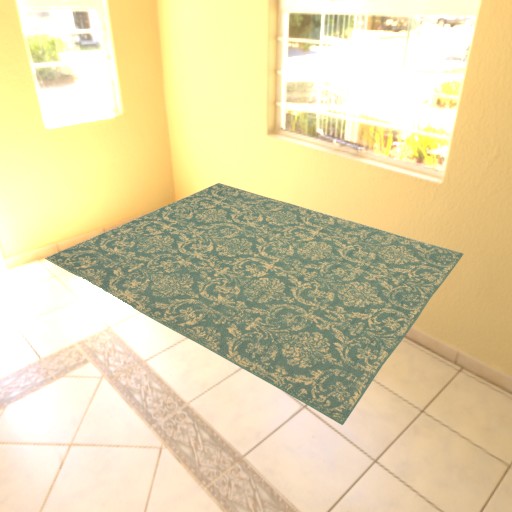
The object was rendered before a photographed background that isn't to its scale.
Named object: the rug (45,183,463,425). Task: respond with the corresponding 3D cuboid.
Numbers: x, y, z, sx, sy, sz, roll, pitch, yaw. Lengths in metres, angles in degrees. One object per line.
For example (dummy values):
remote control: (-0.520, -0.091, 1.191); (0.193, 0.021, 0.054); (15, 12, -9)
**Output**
rug: (0.000, 0.000, 4.019); (2.980, 0.012, 2.363); (21, 36, 31)
